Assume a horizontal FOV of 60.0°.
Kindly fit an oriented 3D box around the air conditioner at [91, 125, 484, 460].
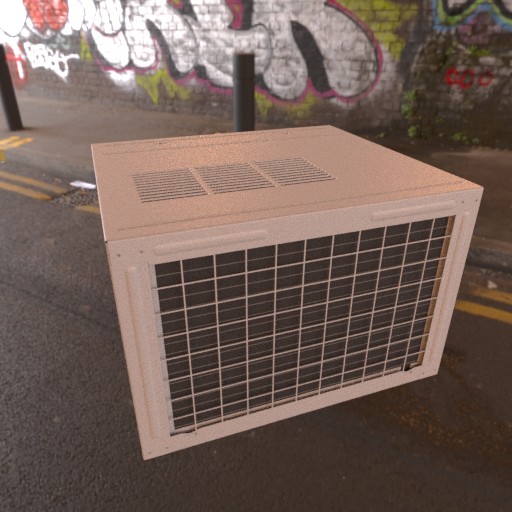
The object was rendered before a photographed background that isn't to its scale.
[{"bbox_3d":[0.000,0.000,1.037,0.645,0.455,0.599,-10,29,-18],"label":"air conditioner"}]
